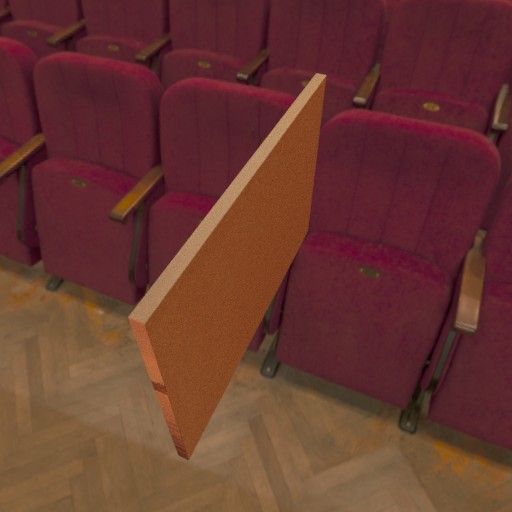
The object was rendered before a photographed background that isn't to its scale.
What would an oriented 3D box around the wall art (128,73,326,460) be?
[{"bbox_3d":[0.000,0.000,0.800,0.021,0.410,0.615,18,50,16],"label":"wall art"}]
